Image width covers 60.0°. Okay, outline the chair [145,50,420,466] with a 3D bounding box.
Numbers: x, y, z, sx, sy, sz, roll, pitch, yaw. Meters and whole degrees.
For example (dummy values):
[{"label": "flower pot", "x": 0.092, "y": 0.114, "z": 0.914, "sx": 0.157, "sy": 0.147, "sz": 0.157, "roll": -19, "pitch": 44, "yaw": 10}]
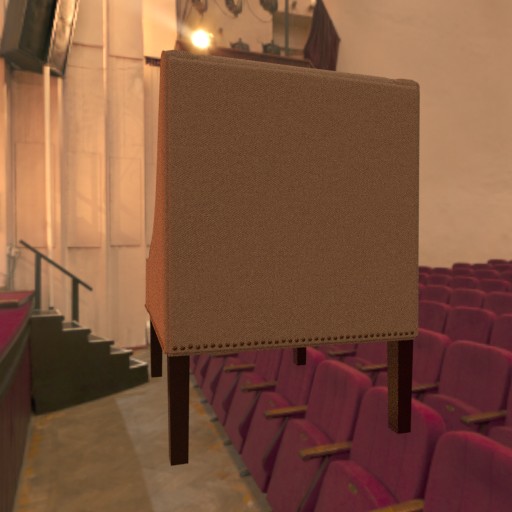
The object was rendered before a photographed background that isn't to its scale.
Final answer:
[{"label": "chair", "x": 0.000, "y": 0.000, "z": 1.343, "sx": 0.628, "sy": 0.872, "sz": 0.748, "roll": 0, "pitch": 1, "yaw": -17}]
